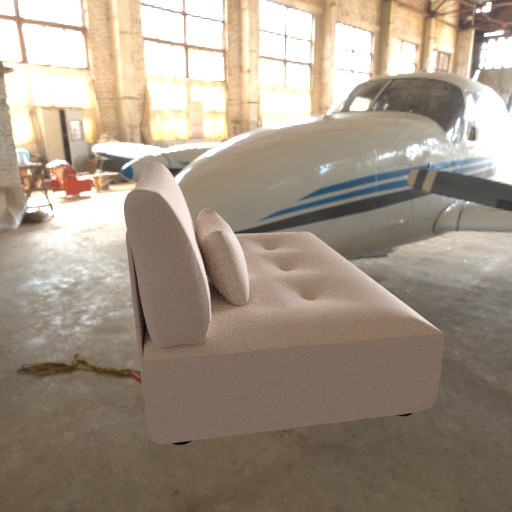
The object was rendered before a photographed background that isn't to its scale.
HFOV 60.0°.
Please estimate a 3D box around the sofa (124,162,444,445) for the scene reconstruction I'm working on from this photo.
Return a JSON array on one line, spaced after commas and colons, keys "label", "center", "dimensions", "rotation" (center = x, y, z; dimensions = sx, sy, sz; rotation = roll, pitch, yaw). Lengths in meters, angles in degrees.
[{"label": "sofa", "center": [0.000, 0.000, 2.029], "dimensions": [1.000, 0.820, 1.450], "rotation": [-3, 17, -10]}]
